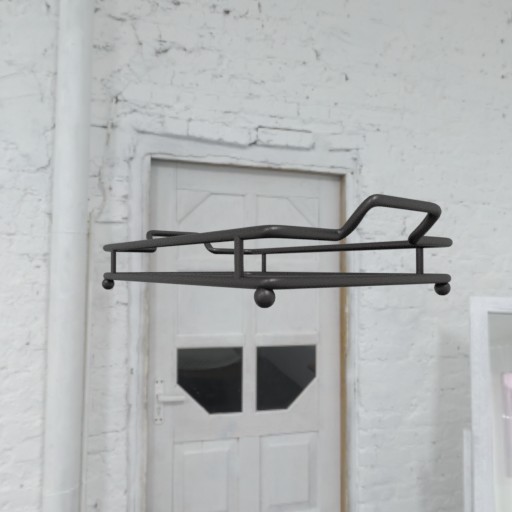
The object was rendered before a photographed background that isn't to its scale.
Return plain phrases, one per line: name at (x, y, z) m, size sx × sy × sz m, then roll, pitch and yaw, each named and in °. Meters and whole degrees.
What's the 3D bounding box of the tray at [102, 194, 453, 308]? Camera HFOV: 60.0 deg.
tray at (0.000, 0.000, 0.619) m, size 0.297 × 0.101 × 0.495 m, roll 1°, pitch -2°, yaw -37°
